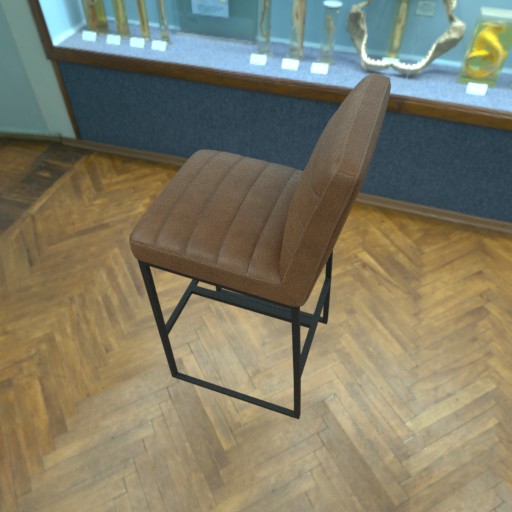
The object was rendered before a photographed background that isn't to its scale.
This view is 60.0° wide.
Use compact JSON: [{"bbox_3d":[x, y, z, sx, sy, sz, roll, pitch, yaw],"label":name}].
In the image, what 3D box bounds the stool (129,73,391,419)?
[{"bbox_3d":[0.000,0.000,1.347,0.556,1.040,0.458,14,48,13],"label":"stool"}]
